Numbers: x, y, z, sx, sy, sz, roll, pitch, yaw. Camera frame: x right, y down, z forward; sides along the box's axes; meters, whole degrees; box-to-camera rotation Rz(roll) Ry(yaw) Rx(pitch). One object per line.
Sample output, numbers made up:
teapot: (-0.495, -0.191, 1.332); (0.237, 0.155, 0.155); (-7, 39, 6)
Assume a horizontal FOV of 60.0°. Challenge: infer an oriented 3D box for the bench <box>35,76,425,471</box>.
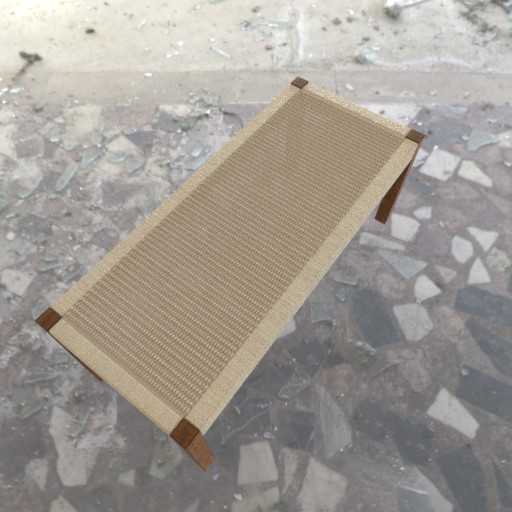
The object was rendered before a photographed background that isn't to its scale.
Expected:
bench: (0.000, 0.000, 1.487); (0.507, 0.457, 1.198); (32, 64, 18)
